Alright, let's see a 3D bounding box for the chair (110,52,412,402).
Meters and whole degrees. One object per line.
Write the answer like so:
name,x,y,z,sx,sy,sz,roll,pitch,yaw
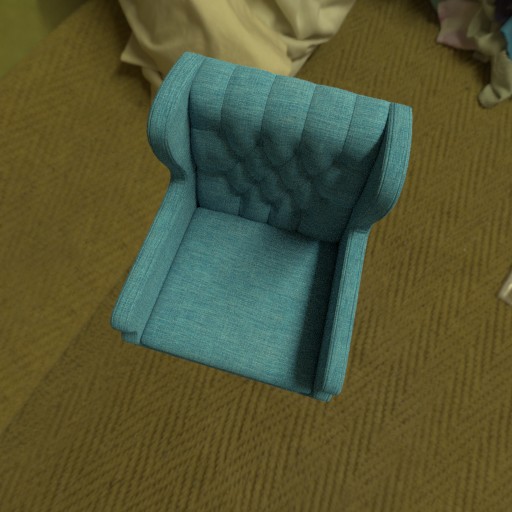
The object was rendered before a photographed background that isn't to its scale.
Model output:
chair,0.000,0.000,1.483,0.711,0.952,0.775,16,75,4
